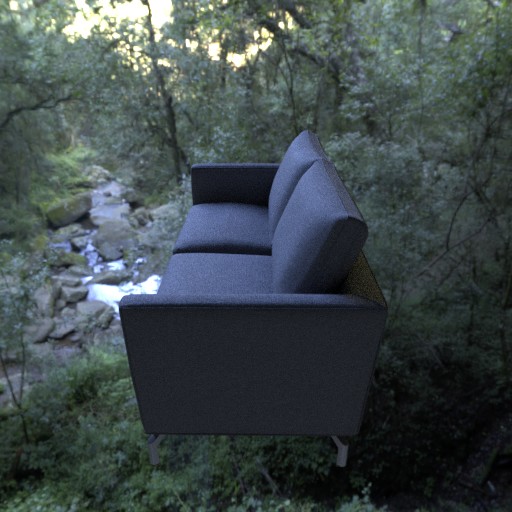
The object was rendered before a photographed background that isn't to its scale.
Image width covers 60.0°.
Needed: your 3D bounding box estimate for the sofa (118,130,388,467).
[{"bbox_3d":[0.000,0.000,2.078,0.803,0.924,1.594,0,26,1],"label":"sofa"}]
